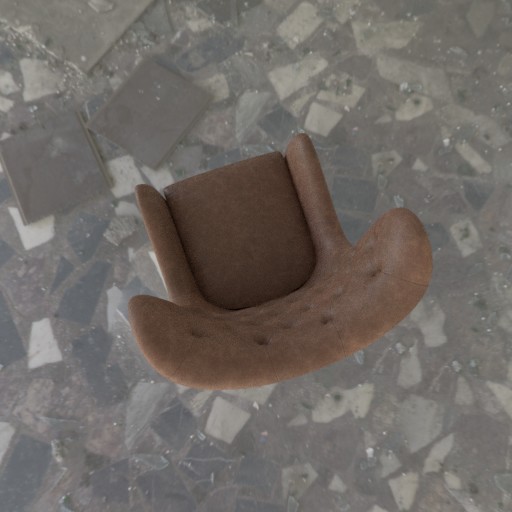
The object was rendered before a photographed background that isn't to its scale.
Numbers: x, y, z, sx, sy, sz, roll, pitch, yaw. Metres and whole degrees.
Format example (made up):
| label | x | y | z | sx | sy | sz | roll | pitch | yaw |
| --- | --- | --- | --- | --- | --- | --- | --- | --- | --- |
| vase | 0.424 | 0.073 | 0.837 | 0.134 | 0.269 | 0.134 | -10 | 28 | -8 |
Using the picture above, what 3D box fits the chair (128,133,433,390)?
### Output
| label | x | y | z | sx | sy | sz | roll | pitch | yaw |
| --- | --- | --- | --- | --- | --- | --- | --- | --- | --- |
| chair | 0.000 | 0.000 | 1.724 | 0.831 | 1.079 | 0.930 | -19 | 76 | -5 |
